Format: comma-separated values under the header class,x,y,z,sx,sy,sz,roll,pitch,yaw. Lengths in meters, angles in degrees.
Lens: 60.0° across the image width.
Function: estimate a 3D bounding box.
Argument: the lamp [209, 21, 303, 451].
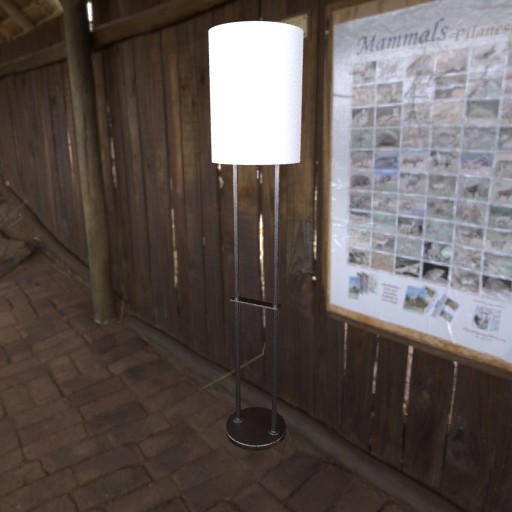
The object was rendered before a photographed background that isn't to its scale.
class,x,y,z,sx,sy,sz,roll,pitch,yaw
lamp,0.000,0.000,1.634,0.306,1.500,0.305,8,18,27
